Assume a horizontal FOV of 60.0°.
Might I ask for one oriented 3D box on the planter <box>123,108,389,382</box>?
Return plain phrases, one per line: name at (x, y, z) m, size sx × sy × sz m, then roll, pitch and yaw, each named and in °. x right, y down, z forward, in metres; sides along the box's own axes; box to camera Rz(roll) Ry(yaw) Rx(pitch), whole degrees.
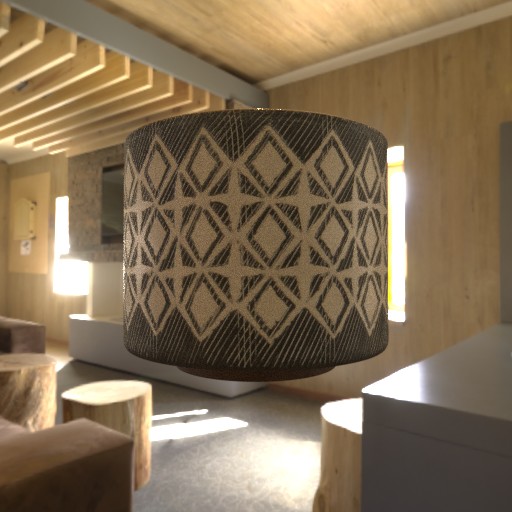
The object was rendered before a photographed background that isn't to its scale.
planter at (0.000, 0.000, 0.221) m, size 0.126 × 0.104 × 0.126 m, roll 0°, pitch -1°, yaw 0°
